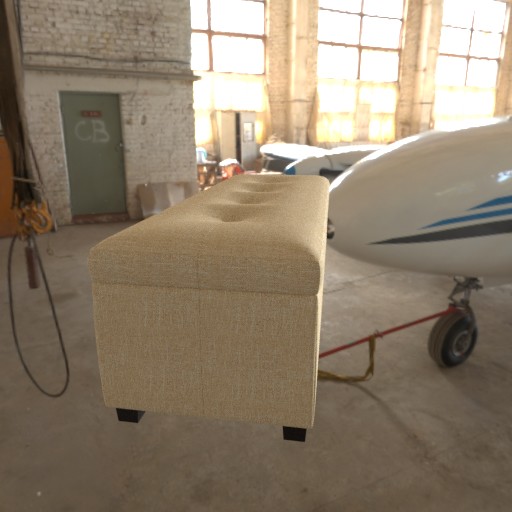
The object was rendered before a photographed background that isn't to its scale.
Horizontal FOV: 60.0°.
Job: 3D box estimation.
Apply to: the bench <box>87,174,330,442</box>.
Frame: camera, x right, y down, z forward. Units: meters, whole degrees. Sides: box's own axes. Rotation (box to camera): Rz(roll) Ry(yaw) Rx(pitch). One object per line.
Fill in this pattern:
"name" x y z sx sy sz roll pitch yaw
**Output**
"bench" 0.000 0.000 1.389 0.432 0.406 1.219 3 17 9
